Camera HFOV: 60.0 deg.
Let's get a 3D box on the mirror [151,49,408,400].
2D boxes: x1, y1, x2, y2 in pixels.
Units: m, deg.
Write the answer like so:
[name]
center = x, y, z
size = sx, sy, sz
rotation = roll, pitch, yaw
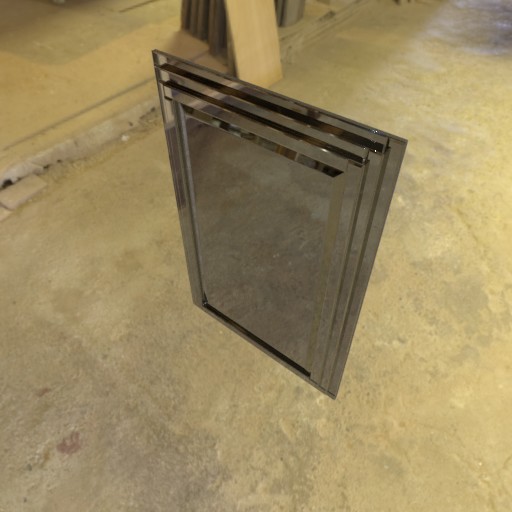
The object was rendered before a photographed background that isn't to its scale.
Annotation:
[mirror]
center = 0.000, 0.000, 1.182
size = 0.613, 0.914, 0.039
rotation = 30, 53, 26
